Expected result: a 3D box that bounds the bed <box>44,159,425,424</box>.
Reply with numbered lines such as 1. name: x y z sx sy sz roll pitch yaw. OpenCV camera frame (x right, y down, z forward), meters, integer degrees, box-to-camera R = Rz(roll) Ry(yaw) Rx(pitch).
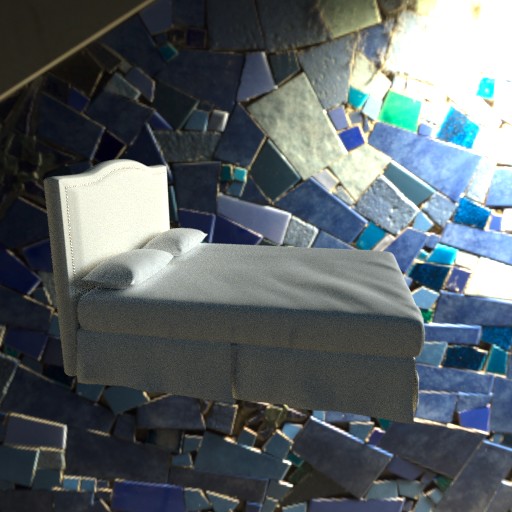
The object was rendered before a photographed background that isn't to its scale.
1. bed: 0.000 0.000 3.406 2.282 1.436 1.821 3 14 11
